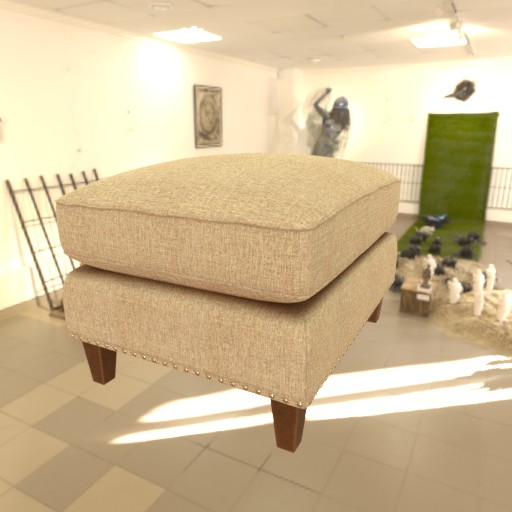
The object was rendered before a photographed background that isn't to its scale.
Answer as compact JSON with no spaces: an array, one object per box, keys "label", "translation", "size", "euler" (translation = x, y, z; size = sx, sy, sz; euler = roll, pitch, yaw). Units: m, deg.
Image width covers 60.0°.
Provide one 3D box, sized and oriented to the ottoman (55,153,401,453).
[{"label":"ottoman","translation":[0.000,0.000,1.141],"size":[0.584,0.513,0.741],"euler":[8,18,27]}]
